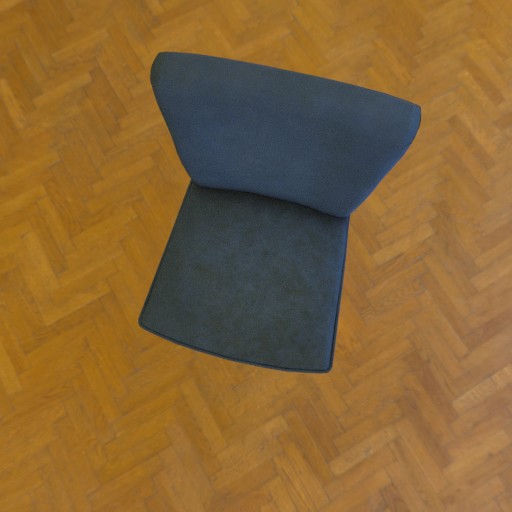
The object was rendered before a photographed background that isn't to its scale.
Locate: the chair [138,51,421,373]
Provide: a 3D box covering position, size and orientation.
[{"bbox_3d":[0.000,0.000,1.164,0.521,0.806,0.551,13,76,3],"label":"chair"}]
